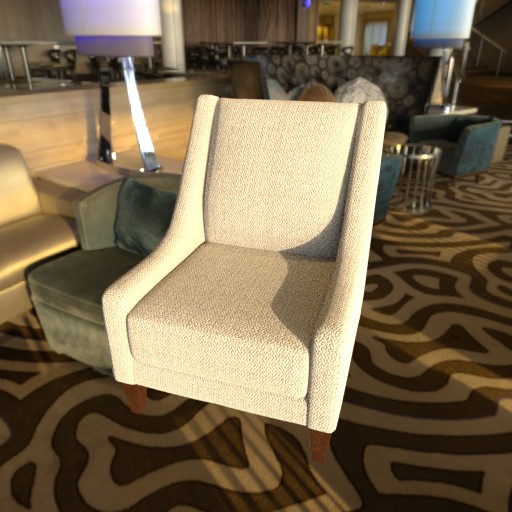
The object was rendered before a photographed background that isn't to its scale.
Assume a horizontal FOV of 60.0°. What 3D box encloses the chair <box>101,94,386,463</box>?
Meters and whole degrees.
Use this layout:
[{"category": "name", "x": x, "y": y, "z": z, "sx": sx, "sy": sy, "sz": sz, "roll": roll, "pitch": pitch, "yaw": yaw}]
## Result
[{"category": "chair", "x": 0.000, "y": 0.000, "z": 1.607, "sx": 0.774, "sy": 1.014, "sz": 0.870, "roll": 8, "pitch": 27, "yaw": 16}]
